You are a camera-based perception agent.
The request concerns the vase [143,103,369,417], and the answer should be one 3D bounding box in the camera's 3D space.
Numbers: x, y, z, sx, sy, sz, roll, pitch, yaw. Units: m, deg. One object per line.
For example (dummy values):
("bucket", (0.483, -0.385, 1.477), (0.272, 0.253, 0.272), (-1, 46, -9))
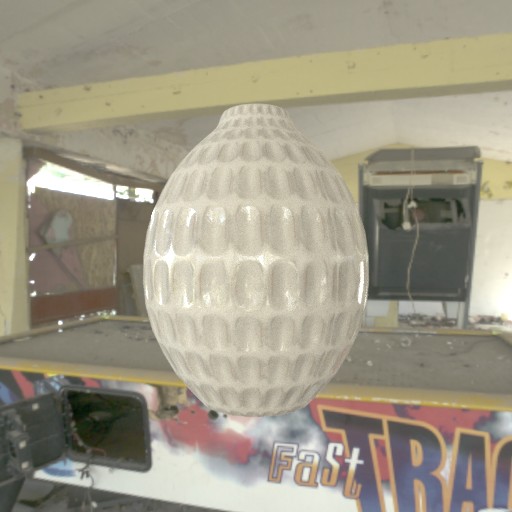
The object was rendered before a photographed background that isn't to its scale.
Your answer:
("vase", (0.000, 0.000, 0.259), (0.128, 0.167, 0.128), (0, 0, 0))
